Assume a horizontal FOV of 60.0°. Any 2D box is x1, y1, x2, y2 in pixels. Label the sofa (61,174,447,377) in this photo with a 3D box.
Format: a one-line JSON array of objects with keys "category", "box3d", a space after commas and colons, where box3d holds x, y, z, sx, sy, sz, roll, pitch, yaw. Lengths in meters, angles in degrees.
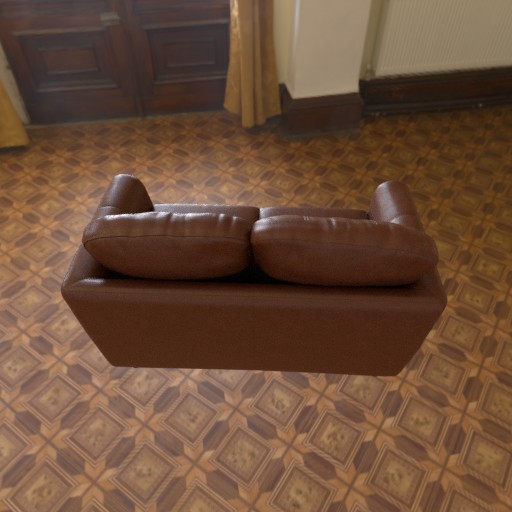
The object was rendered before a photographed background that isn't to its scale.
[{"category": "sofa", "box3d": [0.000, 0.000, 1.926, 1.406, 0.906, 0.805, 2, 46, 2]}]
